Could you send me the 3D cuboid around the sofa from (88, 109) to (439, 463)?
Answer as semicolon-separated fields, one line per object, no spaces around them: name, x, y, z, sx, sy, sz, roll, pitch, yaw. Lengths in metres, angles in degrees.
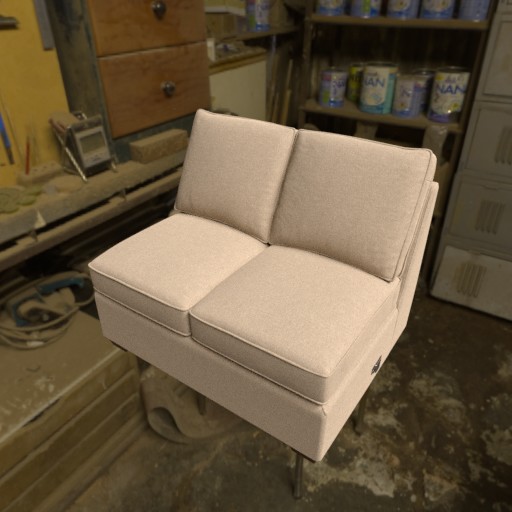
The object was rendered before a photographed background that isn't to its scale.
sofa;0.000;0.000;1.994;1.237;1.008;0.951;20;37;29
